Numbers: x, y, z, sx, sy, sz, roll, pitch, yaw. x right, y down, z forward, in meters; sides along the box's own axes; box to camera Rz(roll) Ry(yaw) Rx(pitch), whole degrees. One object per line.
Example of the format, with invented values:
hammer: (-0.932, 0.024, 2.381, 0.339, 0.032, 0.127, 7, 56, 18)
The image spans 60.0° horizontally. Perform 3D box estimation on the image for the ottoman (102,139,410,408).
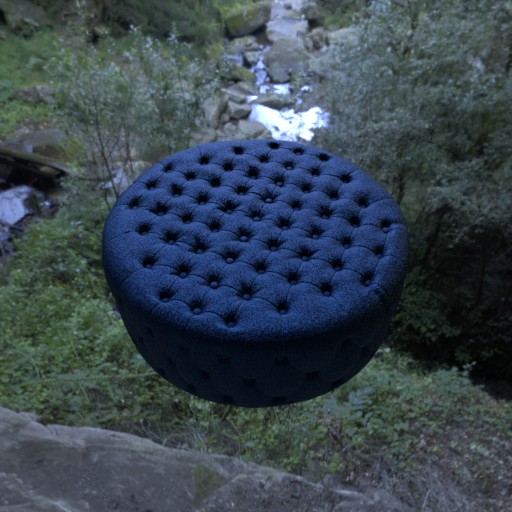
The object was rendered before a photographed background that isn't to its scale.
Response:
ottoman: (0.000, 0.000, 1.548, 0.998, 0.398, 0.998, 0, 47, 0)
